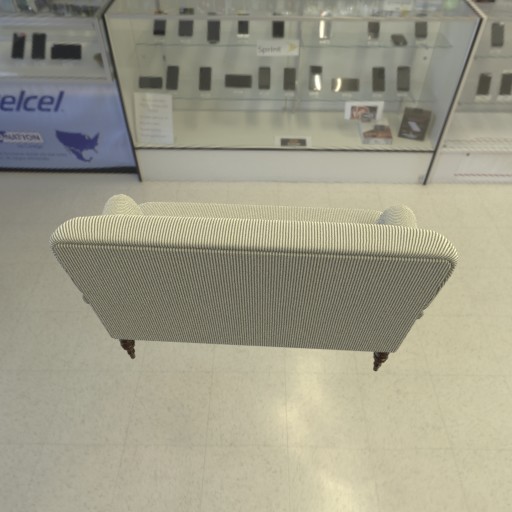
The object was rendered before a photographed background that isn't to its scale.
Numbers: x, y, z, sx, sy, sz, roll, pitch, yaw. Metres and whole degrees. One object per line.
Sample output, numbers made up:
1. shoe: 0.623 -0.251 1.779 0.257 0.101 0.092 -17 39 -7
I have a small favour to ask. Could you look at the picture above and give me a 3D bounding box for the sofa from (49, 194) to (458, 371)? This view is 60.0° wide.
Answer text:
1. sofa: 0.000 0.000 1.820 1.297 0.889 0.779 2 46 2
